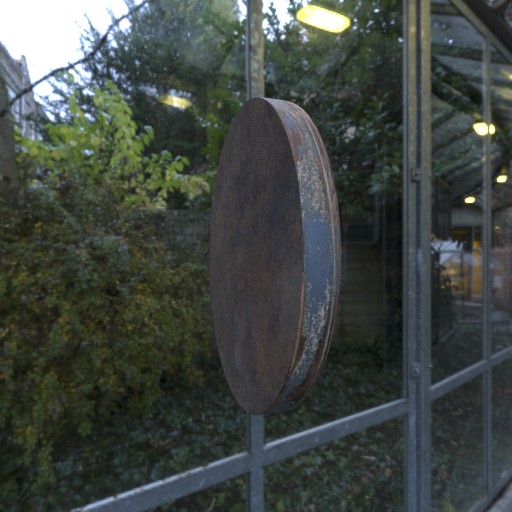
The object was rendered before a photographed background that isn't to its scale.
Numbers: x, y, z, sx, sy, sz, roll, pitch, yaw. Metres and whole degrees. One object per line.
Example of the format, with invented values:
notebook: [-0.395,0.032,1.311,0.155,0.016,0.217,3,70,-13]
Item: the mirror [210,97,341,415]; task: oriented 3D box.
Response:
mirror: [0.000,0.000,0.871,0.061,0.585,0.585,0,-1,-18]
